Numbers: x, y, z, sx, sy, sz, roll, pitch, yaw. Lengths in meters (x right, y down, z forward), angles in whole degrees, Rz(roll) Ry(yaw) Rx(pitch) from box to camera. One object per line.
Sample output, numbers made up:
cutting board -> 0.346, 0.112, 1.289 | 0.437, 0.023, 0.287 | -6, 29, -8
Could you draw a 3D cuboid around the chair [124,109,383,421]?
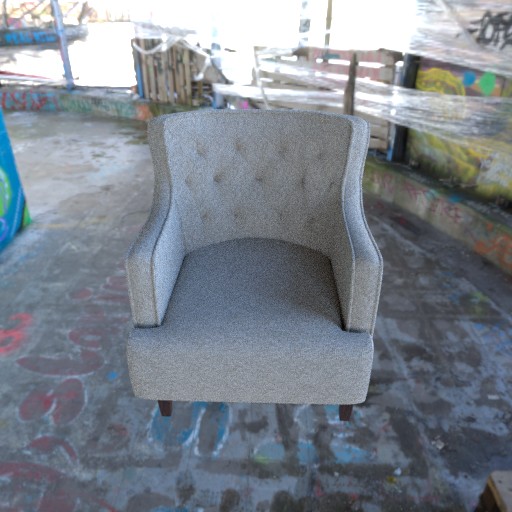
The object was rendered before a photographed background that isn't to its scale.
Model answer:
chair -> 0.000, 0.000, 1.700 | 0.820, 0.920, 0.910 | 1, 31, 1
